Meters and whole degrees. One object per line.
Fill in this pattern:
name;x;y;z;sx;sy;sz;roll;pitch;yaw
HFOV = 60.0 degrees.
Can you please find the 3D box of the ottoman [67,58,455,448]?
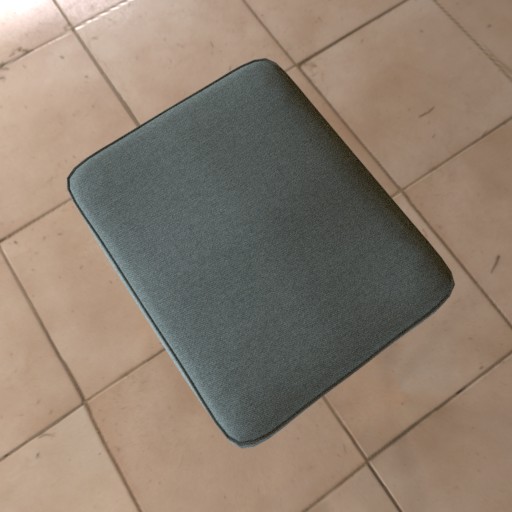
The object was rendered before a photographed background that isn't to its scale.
ottoman;0.000;0.000;1.140;0.589;0.537;0.738;-34;78;-9
